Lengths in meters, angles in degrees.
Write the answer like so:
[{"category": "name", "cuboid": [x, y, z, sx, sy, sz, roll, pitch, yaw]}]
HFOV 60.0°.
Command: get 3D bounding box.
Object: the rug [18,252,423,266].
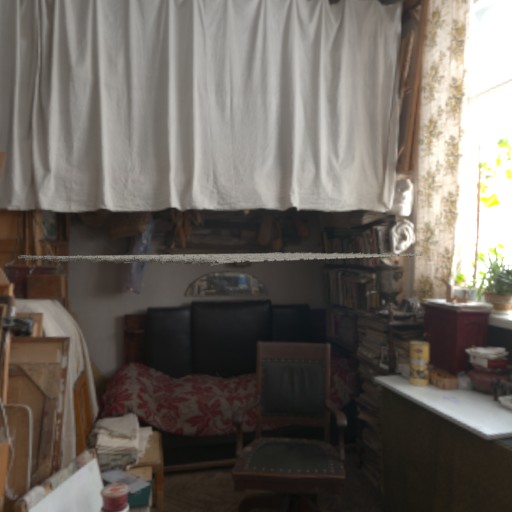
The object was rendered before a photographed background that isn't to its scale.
[{"category": "rug", "cuboid": [0.000, 0.000, 2.987, 1.495, 0.035, 2.472, 1, 1, 37]}]
